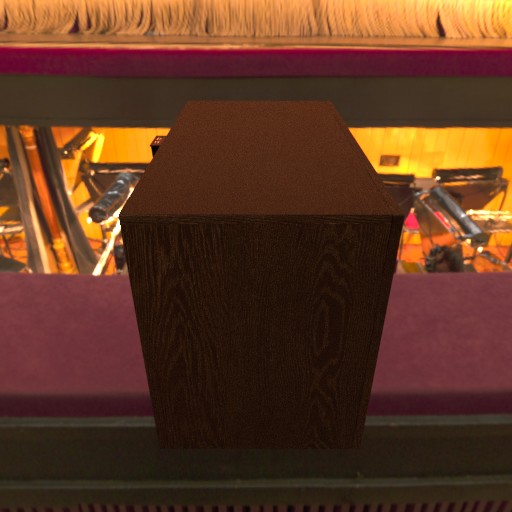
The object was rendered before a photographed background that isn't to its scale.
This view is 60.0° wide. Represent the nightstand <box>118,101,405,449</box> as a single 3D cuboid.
[{"bbox_3d":[0.000,0.000,1.147,0.457,0.612,0.775,0,31,0],"label":"nightstand"}]
